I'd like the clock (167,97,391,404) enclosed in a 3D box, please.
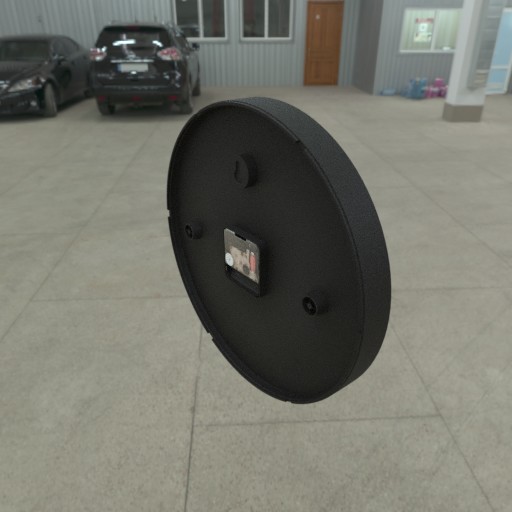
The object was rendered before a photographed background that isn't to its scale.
[{"bbox_3d":[0.000,0.000,0.436,0.040,0.293,0.293,-20,33,-34],"label":"clock"}]
